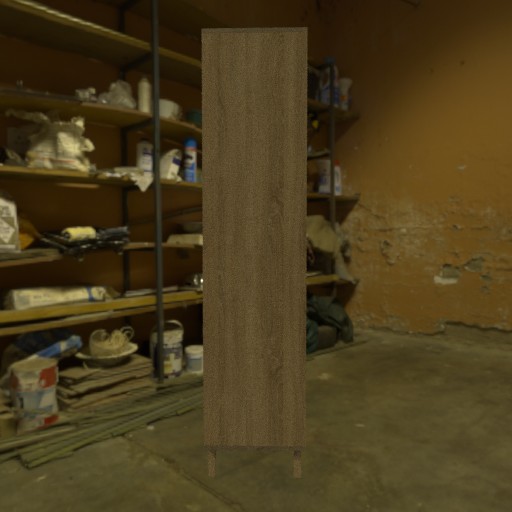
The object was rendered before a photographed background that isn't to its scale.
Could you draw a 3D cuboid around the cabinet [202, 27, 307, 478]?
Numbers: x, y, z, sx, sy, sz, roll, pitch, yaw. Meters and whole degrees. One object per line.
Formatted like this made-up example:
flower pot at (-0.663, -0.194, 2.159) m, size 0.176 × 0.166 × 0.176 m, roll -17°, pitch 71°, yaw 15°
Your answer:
cabinet at (0.000, 0.000, 2.177) m, size 0.450 × 1.960 × 0.510 m, roll 0°, pitch 2°, yaw 2°
